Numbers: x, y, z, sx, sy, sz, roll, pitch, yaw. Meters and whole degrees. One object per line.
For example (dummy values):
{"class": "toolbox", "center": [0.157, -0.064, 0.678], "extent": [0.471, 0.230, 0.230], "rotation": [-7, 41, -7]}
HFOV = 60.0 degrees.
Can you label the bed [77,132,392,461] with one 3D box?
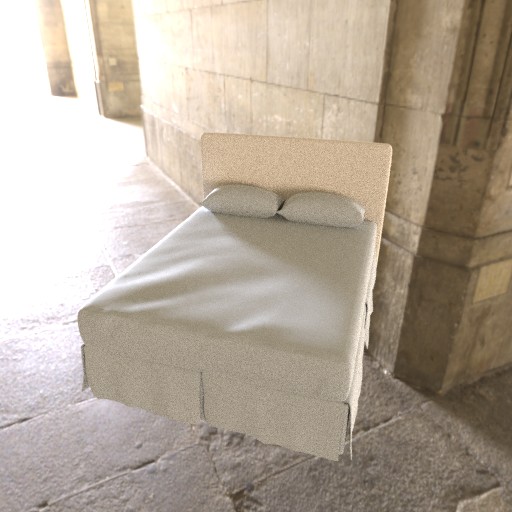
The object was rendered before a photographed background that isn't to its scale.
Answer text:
{"class": "bed", "center": [0.000, 0.000, 3.255], "extent": [1.748, 1.330, 2.142], "rotation": [8, 28, 15]}
